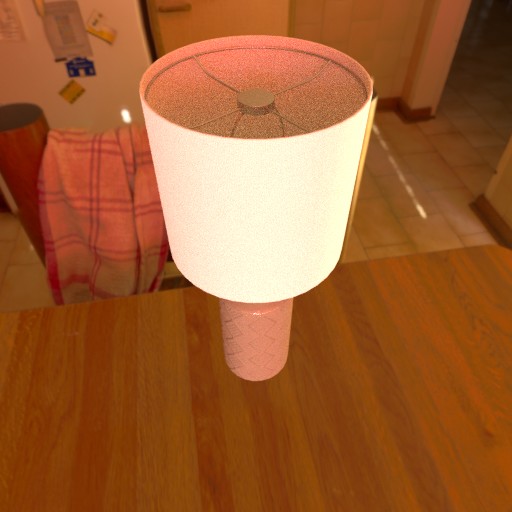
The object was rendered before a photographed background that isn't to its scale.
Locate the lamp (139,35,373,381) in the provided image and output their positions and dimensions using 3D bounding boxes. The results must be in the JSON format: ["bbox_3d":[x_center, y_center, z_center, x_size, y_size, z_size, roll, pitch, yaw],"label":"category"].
[{"bbox_3d":[0.000,0.000,0.564,0.207,0.461,0.207,-31,54,-27],"label":"lamp"}]
